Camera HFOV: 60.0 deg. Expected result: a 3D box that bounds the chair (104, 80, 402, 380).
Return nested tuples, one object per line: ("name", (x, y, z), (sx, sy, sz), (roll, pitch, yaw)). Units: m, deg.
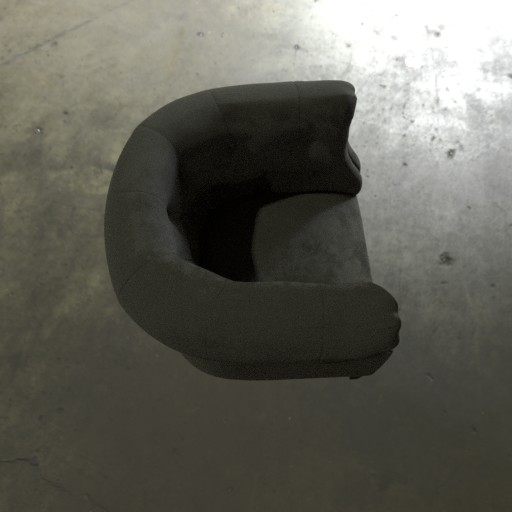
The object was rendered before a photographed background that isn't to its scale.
("chair", (0.000, 0.000, 1.551), (0.851, 0.826, 0.904), (-2, 63, -1))
